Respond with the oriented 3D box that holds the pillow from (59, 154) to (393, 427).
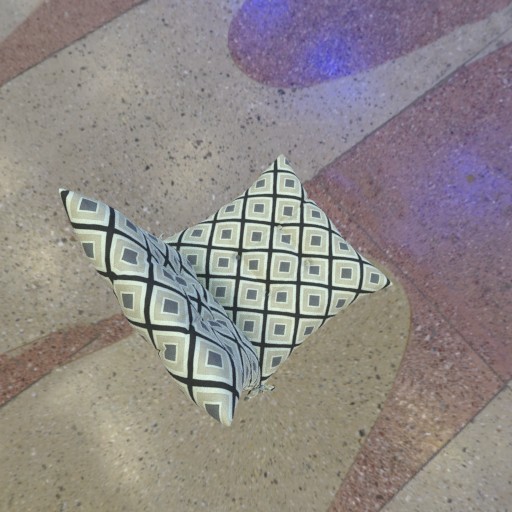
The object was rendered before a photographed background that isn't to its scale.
[{"bbox_3d":[0.000,0.000,1.028,0.585,0.536,0.541,-36,78,-9],"label":"pillow"}]
